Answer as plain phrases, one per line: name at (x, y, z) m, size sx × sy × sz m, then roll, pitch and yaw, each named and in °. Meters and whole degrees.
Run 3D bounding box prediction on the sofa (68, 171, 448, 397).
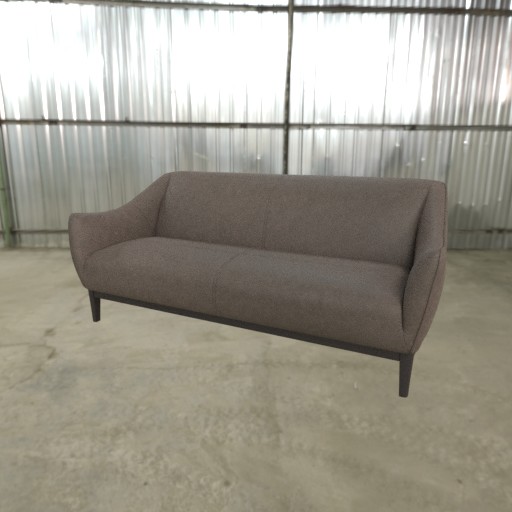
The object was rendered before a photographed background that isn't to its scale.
sofa at (0.000, 0.000, 2.401) m, size 1.928 × 0.831 × 0.869 m, roll 7°, pitch 16°, yaw 26°
